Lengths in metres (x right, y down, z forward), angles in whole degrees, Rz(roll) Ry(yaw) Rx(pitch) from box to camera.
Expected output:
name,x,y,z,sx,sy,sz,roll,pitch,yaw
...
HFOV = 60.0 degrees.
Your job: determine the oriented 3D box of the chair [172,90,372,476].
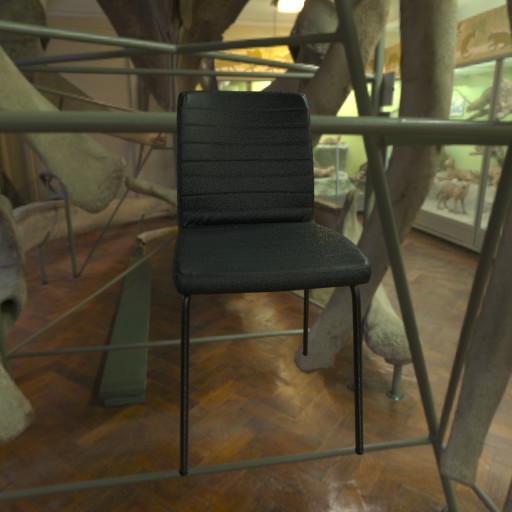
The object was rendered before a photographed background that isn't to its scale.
name,x,y,z,sx,sy,sz,roll,pitch,yaw
chair,0.000,0.000,1.196,0.450,0.872,0.572,-3,17,-9
